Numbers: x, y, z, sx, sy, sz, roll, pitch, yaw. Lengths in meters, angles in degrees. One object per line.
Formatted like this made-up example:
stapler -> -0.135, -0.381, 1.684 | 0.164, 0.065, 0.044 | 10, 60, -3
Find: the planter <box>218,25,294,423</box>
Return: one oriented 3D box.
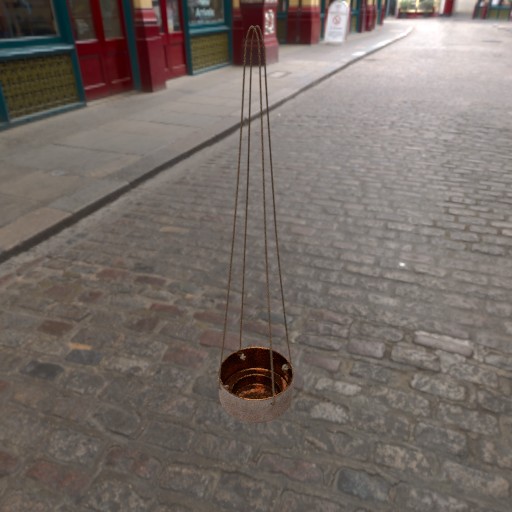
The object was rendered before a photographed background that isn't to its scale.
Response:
planter -> 0.000, 0.000, 1.116 | 0.223, 1.030, 0.223 | 10, 31, 18
